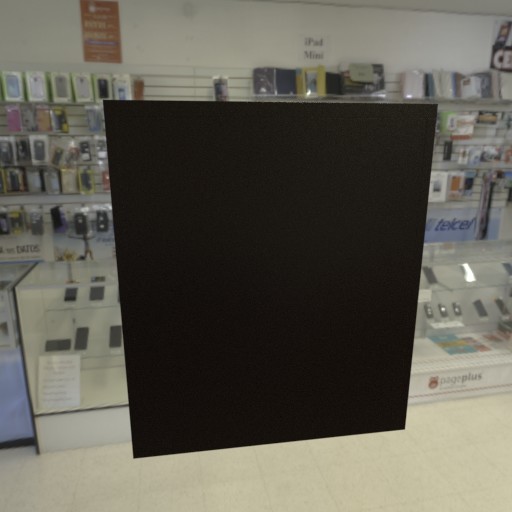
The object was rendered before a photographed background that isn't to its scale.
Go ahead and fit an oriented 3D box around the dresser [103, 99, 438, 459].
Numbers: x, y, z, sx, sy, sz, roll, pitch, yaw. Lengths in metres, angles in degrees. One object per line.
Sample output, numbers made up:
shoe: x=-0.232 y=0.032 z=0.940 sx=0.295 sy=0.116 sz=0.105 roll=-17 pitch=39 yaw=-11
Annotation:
dresser: x=0.000 y=0.000 z=0.752 sx=0.400 sy=0.470 sz=0.360 roll=-2 pitch=15 yaw=-9
